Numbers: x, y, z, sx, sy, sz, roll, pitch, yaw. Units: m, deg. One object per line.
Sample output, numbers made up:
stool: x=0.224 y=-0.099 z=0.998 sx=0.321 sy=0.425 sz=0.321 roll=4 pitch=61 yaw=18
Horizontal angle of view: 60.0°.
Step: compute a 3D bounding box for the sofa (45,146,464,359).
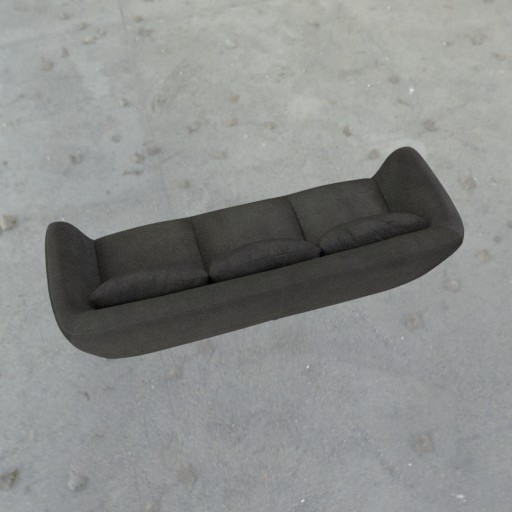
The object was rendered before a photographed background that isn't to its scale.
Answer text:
sofa: x=0.000 y=0.000 z=2.745 sx=2.296 sy=0.875 sz=0.956 roll=-14 pitch=59 yaw=-8
